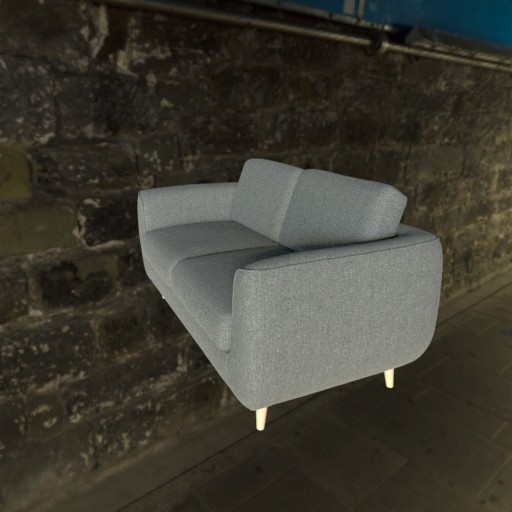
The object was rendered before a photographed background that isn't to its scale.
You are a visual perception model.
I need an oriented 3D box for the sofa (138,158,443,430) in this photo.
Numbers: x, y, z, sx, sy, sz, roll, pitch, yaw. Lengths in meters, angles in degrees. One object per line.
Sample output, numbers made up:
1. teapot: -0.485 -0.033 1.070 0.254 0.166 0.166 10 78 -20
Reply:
1. sofa: 0.000 0.000 2.251 0.920 0.870 1.700 -8 19 -24
